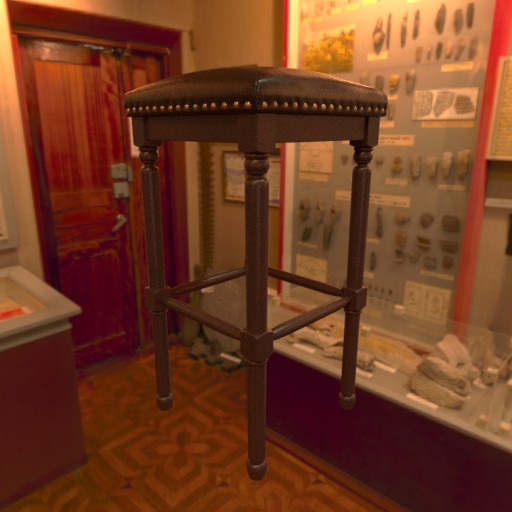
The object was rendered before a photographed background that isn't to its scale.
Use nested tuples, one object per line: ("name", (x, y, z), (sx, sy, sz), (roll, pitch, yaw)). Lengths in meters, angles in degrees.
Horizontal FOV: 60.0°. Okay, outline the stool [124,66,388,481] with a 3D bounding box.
("stool", (0.000, 0.000, 0.980), (0.383, 0.768, 0.382), (15, 22, 43))
